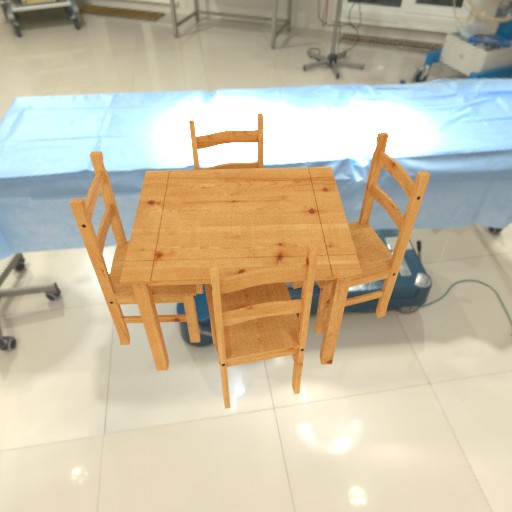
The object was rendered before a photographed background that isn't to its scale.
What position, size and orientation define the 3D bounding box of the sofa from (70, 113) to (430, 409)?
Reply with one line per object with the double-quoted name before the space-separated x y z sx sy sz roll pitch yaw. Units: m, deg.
"sofa" 0.000 0.000 2.272 1.529 1.000 1.144 -2 45 -2
